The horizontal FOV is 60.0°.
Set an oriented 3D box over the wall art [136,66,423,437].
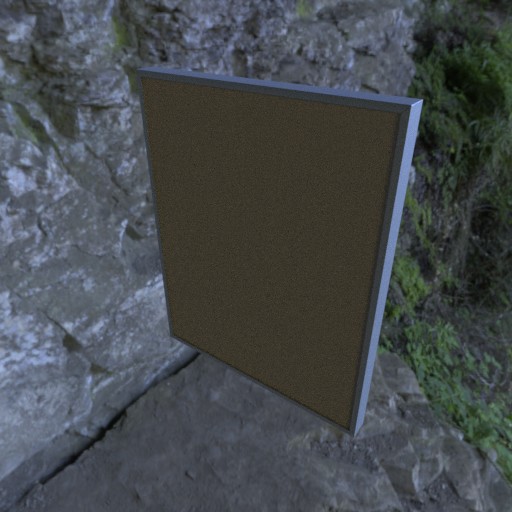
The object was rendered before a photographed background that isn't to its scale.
[{"bbox_3d":[0.000,0.000,0.747,0.445,0.553,0.039,20,36,30],"label":"wall art"}]
